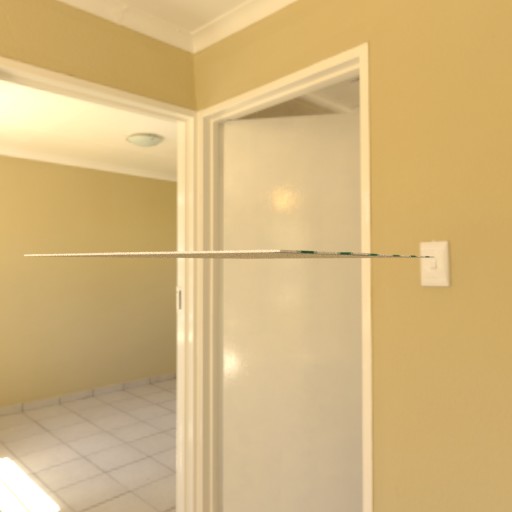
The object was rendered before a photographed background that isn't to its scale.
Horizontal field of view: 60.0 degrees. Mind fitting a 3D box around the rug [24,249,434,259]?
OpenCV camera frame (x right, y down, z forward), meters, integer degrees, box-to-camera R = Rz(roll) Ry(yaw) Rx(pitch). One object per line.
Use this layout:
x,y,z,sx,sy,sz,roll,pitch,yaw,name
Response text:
0.000,0.000,4.097,2.434,0.019,3.041,-1,-1,35,rug
